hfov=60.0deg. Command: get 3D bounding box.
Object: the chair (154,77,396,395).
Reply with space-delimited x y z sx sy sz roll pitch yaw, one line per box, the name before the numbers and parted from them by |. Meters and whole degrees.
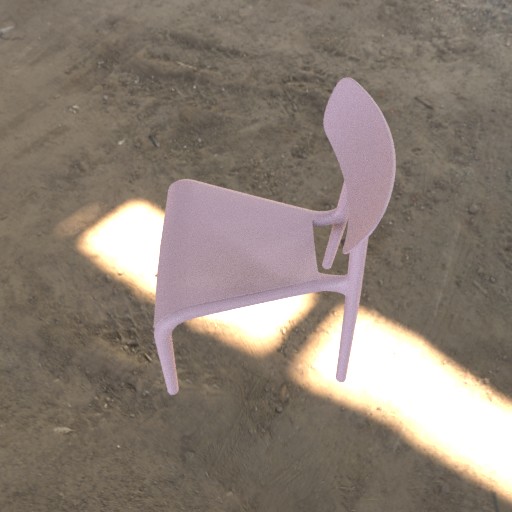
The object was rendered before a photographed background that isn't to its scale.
chair | 0.000 0.000 0.835 0.401 0.580 0.356 -1 58 -1
